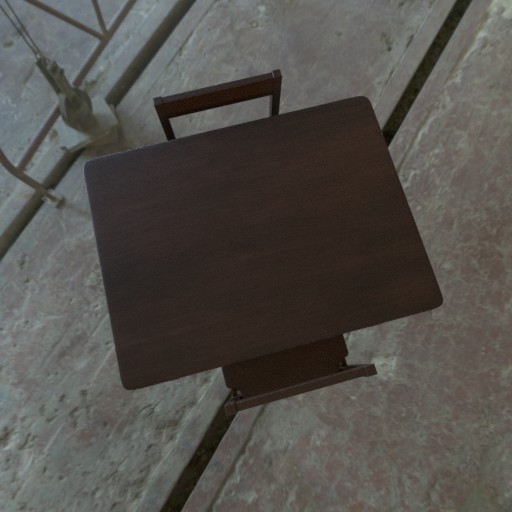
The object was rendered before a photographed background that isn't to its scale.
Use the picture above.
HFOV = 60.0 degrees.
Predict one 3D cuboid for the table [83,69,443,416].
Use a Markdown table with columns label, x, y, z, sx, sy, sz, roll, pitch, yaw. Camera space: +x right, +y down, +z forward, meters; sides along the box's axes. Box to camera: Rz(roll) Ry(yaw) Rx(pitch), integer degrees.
| label | x | y | z | sx | sy | sz | roll | pitch | yaw |
| --- | --- | --- | --- | --- | --- | --- | --- | --- | --- |
| table | 0.000 | 0.000 | 1.125 | 0.650 | 0.503 | 0.672 | -14 | 76 | -4 |
